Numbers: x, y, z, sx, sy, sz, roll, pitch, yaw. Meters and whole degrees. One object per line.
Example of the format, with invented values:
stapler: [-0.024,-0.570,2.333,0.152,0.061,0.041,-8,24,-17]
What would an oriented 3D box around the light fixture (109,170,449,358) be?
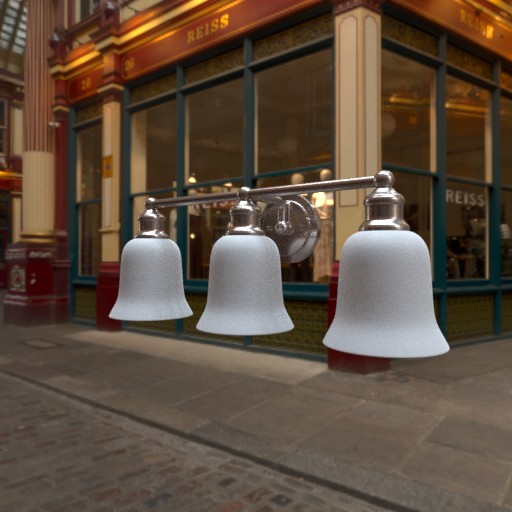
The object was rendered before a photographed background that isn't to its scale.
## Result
light fixture: [0.000,0.000,0.681,0.570,0.211,0.198,0,0,37]
